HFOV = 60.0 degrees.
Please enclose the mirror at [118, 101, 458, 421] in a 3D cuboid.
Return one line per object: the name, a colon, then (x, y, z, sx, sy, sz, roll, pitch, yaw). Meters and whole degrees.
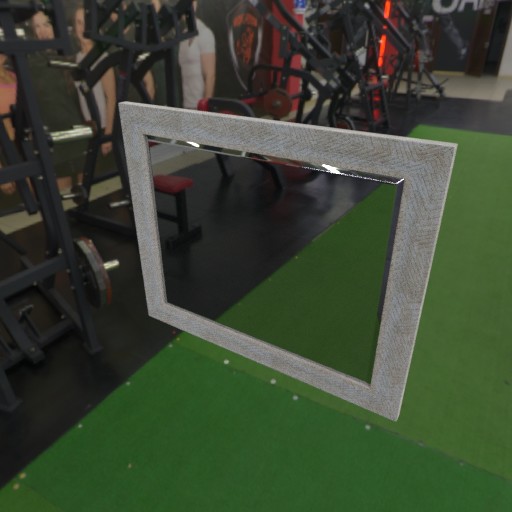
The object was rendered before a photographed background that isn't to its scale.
mirror: (0.000, 0.000, 1.143, 0.839, 0.689, 0.028, 17, 33, 28)
